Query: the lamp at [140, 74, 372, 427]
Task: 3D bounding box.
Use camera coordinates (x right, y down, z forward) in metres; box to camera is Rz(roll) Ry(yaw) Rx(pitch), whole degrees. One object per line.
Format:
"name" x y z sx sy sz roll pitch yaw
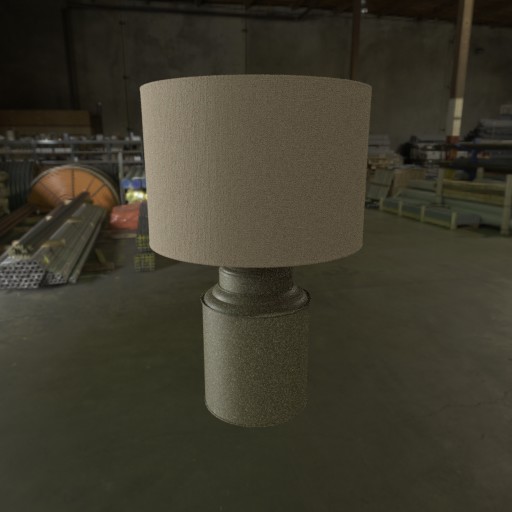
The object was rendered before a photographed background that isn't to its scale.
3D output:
"lamp" 0.000 0.000 0.685 0.318 0.486 0.318 0 14 0
